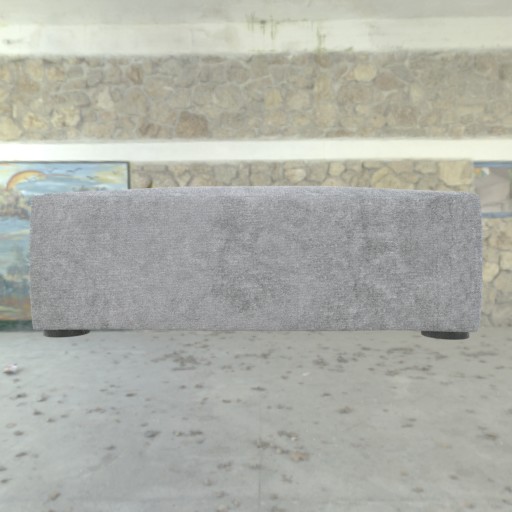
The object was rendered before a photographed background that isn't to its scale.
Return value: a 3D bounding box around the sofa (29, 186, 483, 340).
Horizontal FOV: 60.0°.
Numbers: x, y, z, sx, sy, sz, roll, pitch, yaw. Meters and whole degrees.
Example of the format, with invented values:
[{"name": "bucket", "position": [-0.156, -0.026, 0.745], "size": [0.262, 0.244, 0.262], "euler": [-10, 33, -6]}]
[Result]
[{"name": "sofa", "position": [0.000, 0.000, 1.124], "size": [0.930, 0.330, 0.480], "euler": [0, 1, 2]}]
